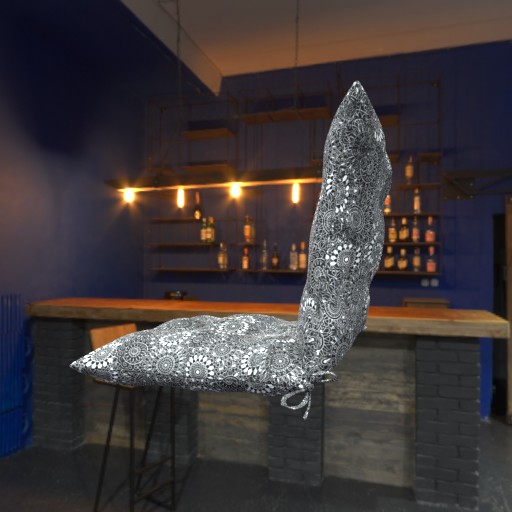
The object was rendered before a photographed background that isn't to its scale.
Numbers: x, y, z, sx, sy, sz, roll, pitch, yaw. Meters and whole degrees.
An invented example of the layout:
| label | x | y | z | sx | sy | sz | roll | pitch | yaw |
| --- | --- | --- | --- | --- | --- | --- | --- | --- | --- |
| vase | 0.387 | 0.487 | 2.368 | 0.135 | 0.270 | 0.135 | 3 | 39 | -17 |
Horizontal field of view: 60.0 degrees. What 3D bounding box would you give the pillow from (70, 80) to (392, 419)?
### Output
| label | x | y | z | sx | sy | sz | roll | pitch | yaw |
| --- | --- | --- | --- | --- | --- | --- | --- | --- | --- |
| pillow | 0.000 | 0.000 | 0.994 | 0.585 | 0.536 | 0.541 | 0 | -1 | 18 |
